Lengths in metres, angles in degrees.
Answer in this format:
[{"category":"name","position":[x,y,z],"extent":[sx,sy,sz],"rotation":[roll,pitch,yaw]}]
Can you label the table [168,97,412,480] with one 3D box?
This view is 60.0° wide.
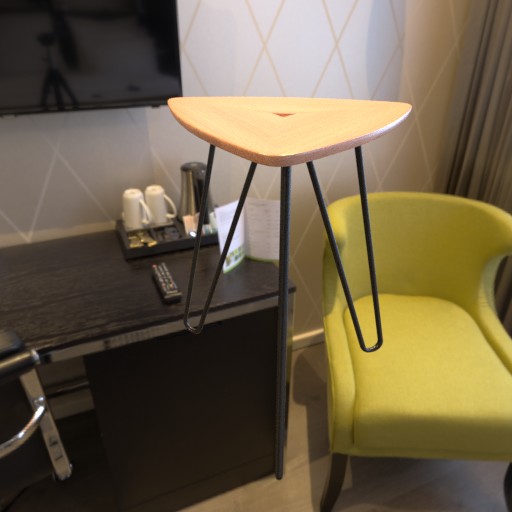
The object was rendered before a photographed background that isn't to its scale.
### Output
[{"category":"table","position":[0.000,0.000,0.885],"extent":[0.455,0.564,0.442],"rotation":[19,34,32]}]
